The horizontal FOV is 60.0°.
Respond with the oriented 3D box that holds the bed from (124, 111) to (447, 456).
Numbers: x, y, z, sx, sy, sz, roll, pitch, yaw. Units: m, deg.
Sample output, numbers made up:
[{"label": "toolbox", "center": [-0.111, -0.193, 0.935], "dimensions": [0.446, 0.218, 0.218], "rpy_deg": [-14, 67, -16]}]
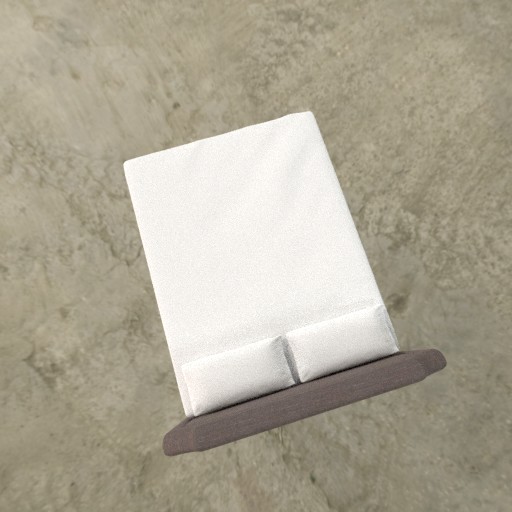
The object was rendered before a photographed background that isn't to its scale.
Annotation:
[{"label": "bed", "center": [0.000, 0.000, 3.157], "dimensions": [1.693, 1.290, 2.116], "rpy_deg": [-16, 77, -4]}]
